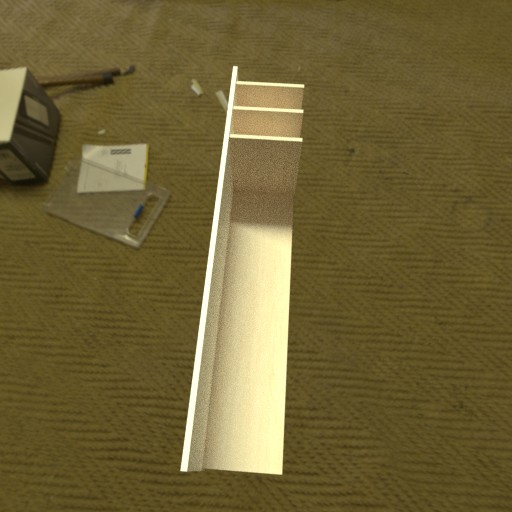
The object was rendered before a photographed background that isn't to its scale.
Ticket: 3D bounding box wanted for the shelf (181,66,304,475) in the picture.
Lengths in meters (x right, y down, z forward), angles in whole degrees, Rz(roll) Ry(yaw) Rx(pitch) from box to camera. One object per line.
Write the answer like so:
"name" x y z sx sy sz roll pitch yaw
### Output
"shelf" 0.000 0.000 1.150 0.200 0.300 1.020 4 64 2
